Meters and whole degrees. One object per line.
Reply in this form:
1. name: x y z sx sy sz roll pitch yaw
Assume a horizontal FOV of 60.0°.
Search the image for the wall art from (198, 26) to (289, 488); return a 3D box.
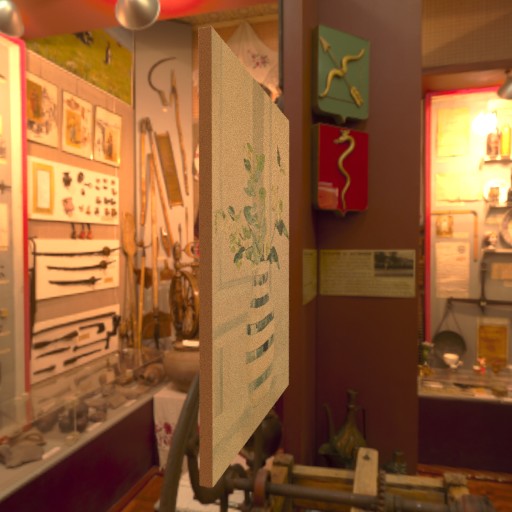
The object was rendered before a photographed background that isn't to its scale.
1. wall art: 0.000 0.000 1.604 0.038 1.212 0.914 0 1 17
